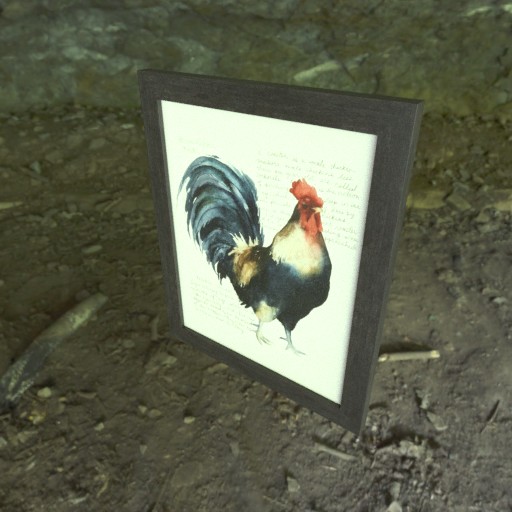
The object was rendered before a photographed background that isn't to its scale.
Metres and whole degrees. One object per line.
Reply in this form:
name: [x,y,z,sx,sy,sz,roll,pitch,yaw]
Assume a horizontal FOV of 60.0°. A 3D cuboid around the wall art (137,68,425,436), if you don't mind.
wall art: [0.000,0.000,0.787,0.479,0.580,0.027,20,36,30]
